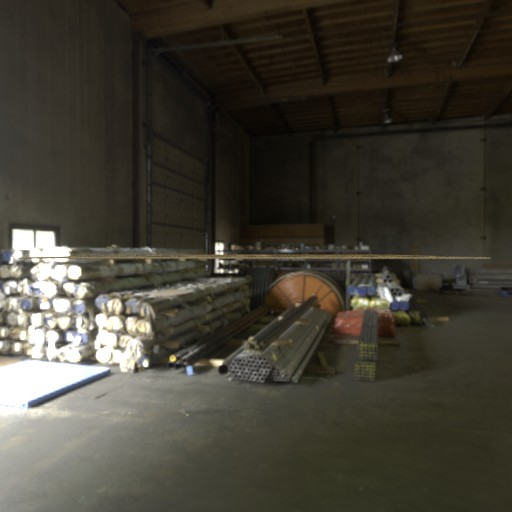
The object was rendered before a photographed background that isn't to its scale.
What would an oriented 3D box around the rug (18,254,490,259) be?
[{"bbox_3d":[0.000,0.000,3.953,2.977,0.008,2.380,0,1,1],"label":"rug"}]
